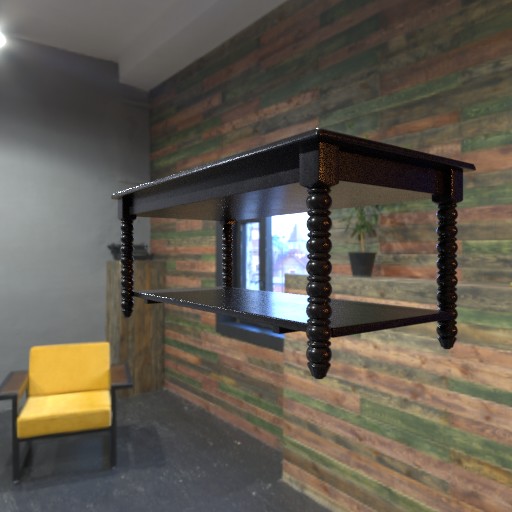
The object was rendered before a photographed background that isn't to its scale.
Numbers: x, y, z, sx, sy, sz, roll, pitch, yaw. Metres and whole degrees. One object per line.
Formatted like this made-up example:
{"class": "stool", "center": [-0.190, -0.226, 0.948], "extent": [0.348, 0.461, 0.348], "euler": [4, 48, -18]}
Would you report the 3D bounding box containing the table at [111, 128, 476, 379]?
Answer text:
{"class": "table", "center": [0.000, 0.000, 1.461], "extent": [0.580, 0.487, 1.171], "euler": [0, 0, -36]}
